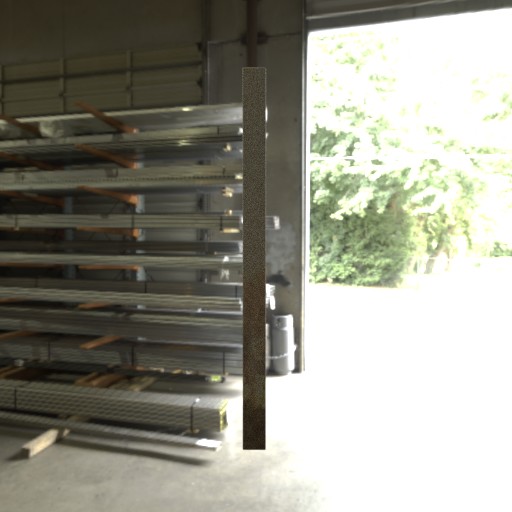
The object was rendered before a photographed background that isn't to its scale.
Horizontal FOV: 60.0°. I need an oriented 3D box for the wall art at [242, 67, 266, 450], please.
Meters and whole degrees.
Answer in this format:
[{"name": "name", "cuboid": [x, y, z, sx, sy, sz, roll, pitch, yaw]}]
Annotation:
[{"name": "wall art", "cuboid": [0.000, 0.000, 1.161, 0.040, 0.608, 0.916, 0, 1, 0]}]
